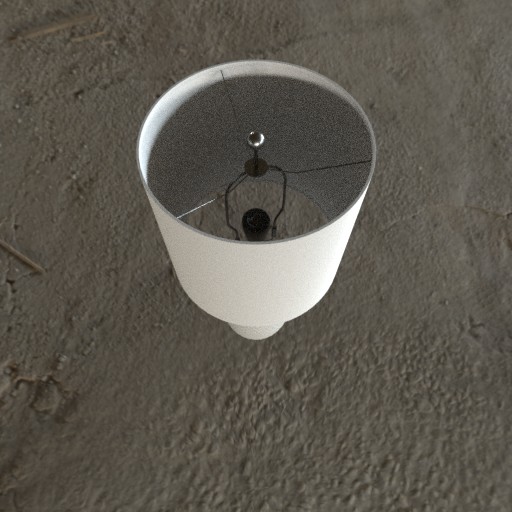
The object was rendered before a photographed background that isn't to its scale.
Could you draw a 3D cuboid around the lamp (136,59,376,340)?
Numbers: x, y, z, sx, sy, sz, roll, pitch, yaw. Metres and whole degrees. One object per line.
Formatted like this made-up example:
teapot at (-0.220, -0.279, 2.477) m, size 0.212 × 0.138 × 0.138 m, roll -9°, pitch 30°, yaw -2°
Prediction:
lamp at (0.000, 0.000, 0.599) m, size 0.214 × 0.466 × 0.214 m, roll -18°, pitch 64°, yaw -9°
